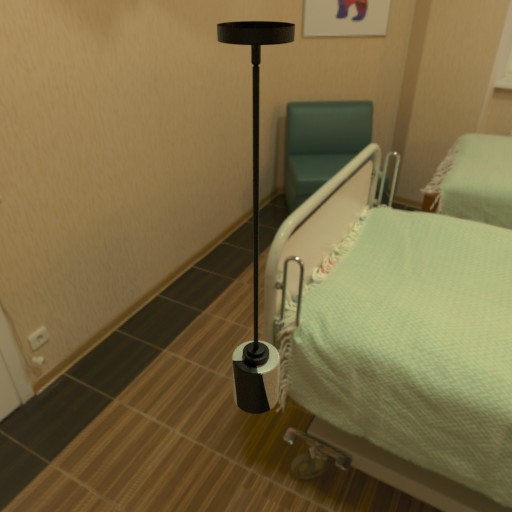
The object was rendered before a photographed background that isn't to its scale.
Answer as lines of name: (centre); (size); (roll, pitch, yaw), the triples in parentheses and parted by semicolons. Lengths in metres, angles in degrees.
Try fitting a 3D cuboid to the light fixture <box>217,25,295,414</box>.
light fixture: (0.000, 0.000, 0.929); (0.123, 0.863, 0.123); (0, 32, 0)
